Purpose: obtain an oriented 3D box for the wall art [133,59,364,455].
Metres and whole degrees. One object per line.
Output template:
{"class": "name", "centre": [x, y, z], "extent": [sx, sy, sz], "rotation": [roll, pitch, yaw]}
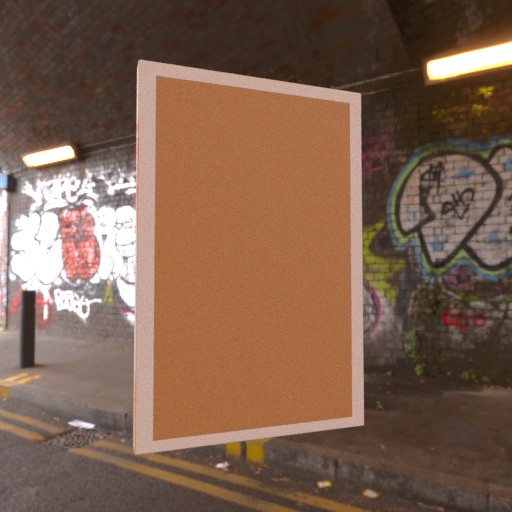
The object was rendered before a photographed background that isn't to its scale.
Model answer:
{"class": "wall art", "centre": [0.000, 0.000, 0.764], "extent": [0.401, 0.610, 0.038], "rotation": [1, -2, -19]}
